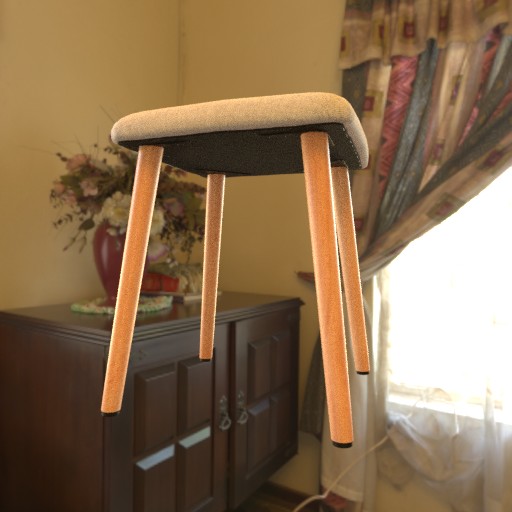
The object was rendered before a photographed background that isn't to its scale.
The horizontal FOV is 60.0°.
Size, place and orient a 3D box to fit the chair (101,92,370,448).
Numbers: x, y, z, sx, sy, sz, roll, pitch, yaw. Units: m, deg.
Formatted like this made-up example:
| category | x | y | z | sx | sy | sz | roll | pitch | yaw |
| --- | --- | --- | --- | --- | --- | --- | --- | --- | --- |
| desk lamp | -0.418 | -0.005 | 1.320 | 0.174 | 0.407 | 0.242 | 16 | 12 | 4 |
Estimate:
| category | x | y | z | sx | sy | sz | roll | pitch | yaw |
| --- | --- | --- | --- | --- | --- | --- | --- | --- | --- |
| chair | 0.000 | 0.000 | 0.722 | 0.350 | 0.440 | 0.350 | 0 | 1 | 18 |
